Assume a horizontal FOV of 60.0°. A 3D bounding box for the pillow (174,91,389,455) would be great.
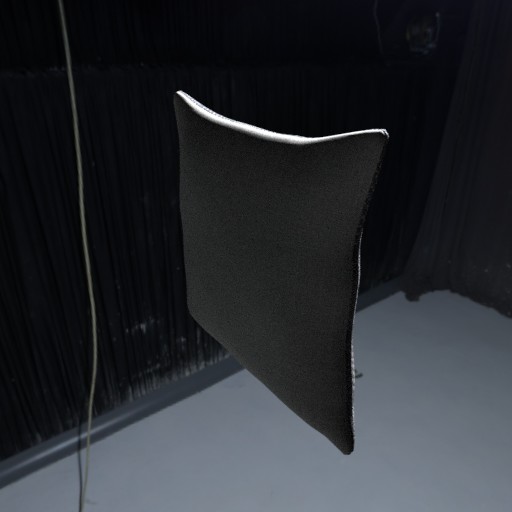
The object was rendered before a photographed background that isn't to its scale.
[{"bbox_3d":[0.000,0.000,0.662,0.138,0.432,0.435,-17,31,-31],"label":"pillow"}]
